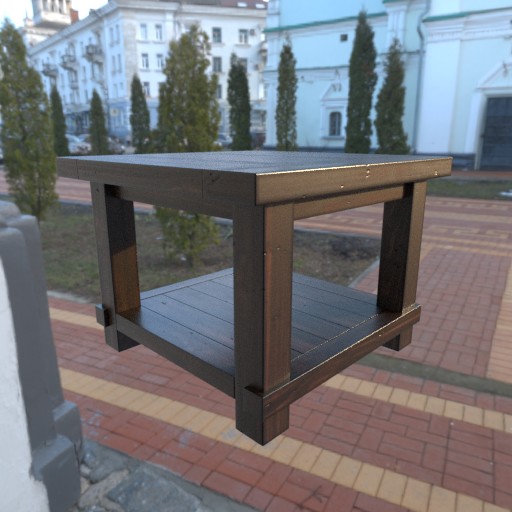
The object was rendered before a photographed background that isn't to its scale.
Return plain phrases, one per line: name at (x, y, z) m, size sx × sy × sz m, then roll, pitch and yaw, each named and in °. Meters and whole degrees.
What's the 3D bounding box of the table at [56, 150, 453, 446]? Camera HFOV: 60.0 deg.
table at (0.000, 0.000, 1.000) m, size 0.593 × 0.437 × 0.606 m, roll 14°, pitch 21°, yaw 43°
